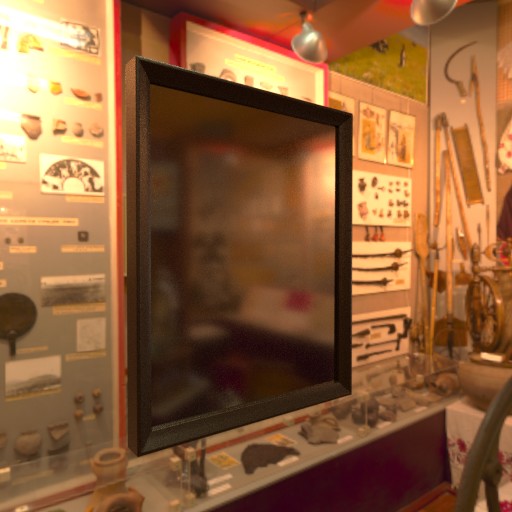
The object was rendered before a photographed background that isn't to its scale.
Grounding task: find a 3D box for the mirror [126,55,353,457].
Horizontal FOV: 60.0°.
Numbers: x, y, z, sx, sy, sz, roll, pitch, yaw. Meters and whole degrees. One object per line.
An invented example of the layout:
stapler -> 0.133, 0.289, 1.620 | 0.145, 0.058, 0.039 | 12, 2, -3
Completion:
mirror -> 0.000, 0.000, 0.697 | 0.406, 0.509, 0.041 | -1, 1, -37
